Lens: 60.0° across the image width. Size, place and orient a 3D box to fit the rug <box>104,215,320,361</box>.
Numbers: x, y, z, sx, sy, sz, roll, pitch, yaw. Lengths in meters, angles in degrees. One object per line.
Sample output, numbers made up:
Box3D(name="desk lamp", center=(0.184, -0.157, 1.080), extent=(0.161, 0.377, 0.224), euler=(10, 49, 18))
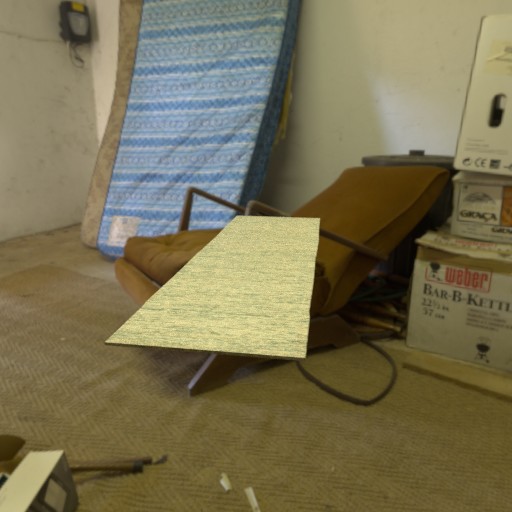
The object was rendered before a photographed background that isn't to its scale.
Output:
Box3D(name="rug", center=(0.000, 0.000, 2.552), extent=(0.700, 0.014, 2.290), euler=(3, 16, 9))
